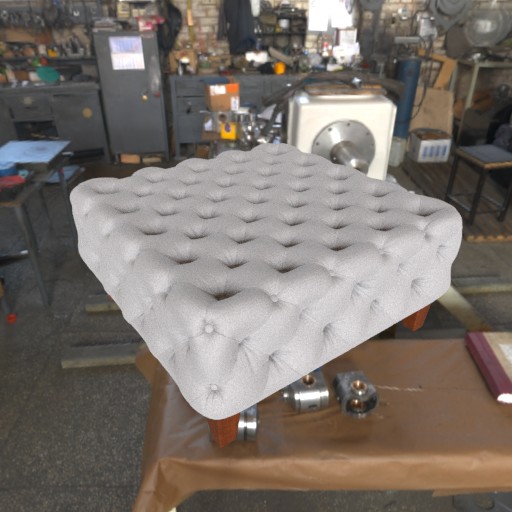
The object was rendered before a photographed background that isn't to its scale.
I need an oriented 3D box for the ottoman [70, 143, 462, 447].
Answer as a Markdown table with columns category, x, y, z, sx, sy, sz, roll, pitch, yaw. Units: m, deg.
| category | x | y | z | sx | sy | sz | roll | pitch | yaw |
| --- | --- | --- | --- | --- | --- | --- | --- | --- | --- |
| ottoman | 0.000 | 0.000 | 1.197 | 0.764 | 0.365 | 0.758 | -20 | 36 | -30 |
